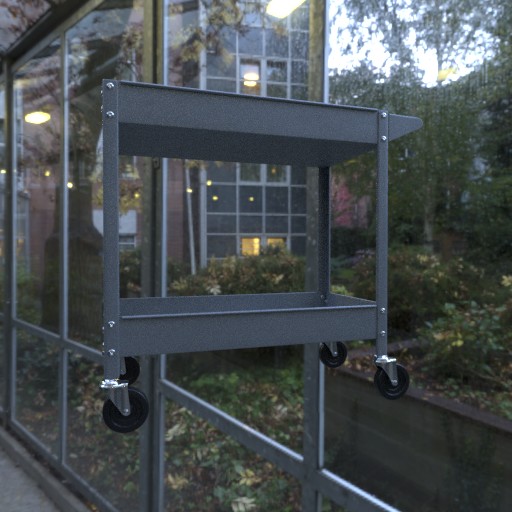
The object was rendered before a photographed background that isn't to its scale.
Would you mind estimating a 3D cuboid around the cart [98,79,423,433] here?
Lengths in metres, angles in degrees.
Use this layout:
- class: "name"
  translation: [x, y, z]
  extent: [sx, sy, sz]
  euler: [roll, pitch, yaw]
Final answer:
- class: "cart"
  translation: [0.000, 0.000, 1.171]
  extent: [0.779, 0.719, 0.366]
  euler: [0, 1, -18]
